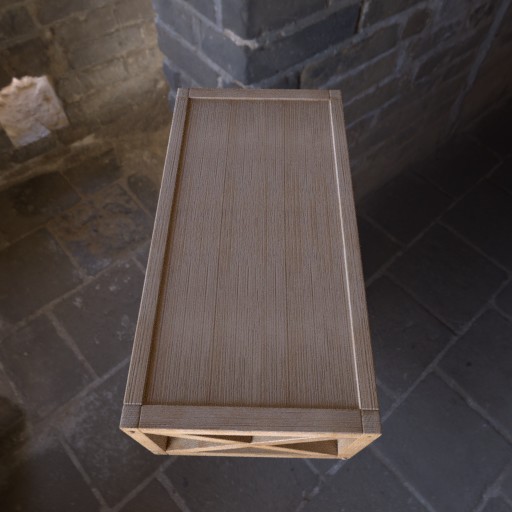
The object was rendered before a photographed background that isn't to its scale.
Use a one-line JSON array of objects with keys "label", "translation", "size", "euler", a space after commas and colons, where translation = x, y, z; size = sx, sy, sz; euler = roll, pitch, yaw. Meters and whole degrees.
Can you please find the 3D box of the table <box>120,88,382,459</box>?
[{"label": "table", "translation": [0.000, 0.000, 1.643], "size": [0.660, 0.457, 1.321], "euler": [1, 58, 1]}]
